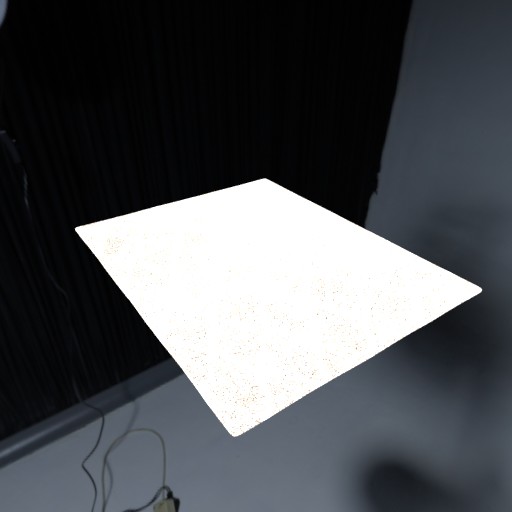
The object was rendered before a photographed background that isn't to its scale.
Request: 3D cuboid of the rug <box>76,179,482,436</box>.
[{"bbox_3d":[0.000,0.000,4.114,2.438,0.029,3.047,-20,36,-29],"label":"rug"}]
